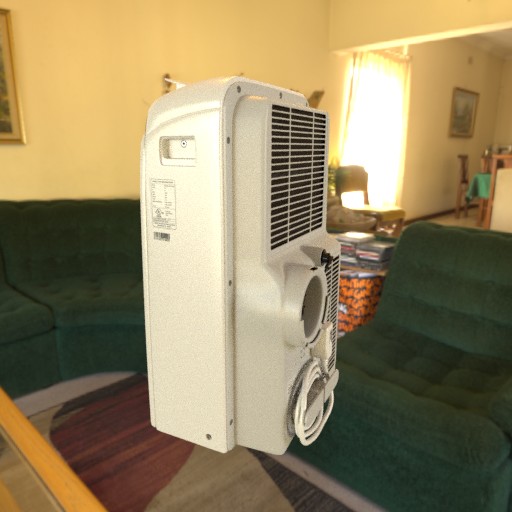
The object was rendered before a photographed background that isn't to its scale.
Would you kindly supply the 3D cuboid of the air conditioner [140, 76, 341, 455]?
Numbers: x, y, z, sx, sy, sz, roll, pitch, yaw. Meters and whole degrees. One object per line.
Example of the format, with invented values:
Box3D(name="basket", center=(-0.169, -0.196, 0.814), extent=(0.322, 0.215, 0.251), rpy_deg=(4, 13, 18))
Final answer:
Box3D(name="air conditioner", center=(0.000, 0.000, 1.062), extent=(0.414, 0.786, 0.449), rpy_deg=(7, 15, 26))
